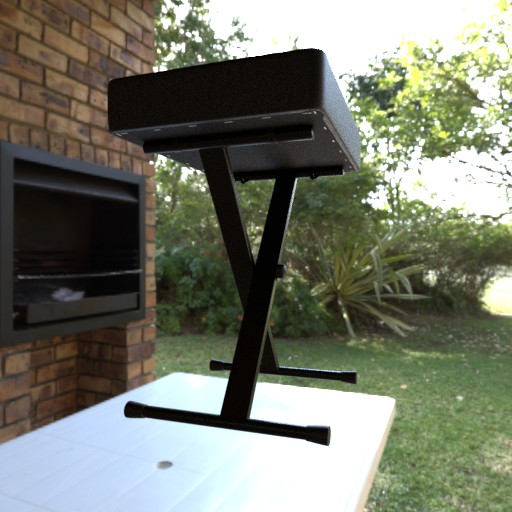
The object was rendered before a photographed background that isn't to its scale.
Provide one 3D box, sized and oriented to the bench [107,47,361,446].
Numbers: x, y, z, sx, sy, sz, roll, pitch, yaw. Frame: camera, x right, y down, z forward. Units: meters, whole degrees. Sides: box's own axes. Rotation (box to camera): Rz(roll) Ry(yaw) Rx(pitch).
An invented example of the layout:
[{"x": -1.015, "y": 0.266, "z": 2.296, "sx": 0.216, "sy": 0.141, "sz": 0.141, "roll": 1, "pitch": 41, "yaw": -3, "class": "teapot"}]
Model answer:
[{"x": 0.000, "y": 0.000, "z": 0.778, "sx": 0.321, "sy": 0.500, "sz": 0.424, "roll": 0, "pitch": 0, "yaw": 19, "class": "bench"}]
